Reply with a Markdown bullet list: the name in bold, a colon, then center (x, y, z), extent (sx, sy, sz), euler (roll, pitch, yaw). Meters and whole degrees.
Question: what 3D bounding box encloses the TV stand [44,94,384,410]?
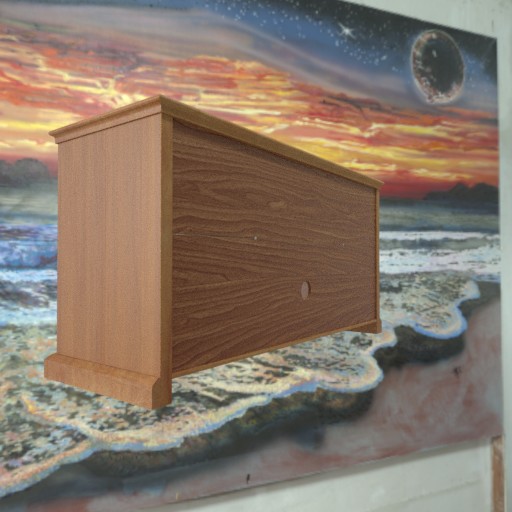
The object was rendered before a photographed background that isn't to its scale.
- **TV stand**: center (0.000, 0.000, 1.441), extent (0.417, 0.607, 1.181), euler (-1, -1, 37)
